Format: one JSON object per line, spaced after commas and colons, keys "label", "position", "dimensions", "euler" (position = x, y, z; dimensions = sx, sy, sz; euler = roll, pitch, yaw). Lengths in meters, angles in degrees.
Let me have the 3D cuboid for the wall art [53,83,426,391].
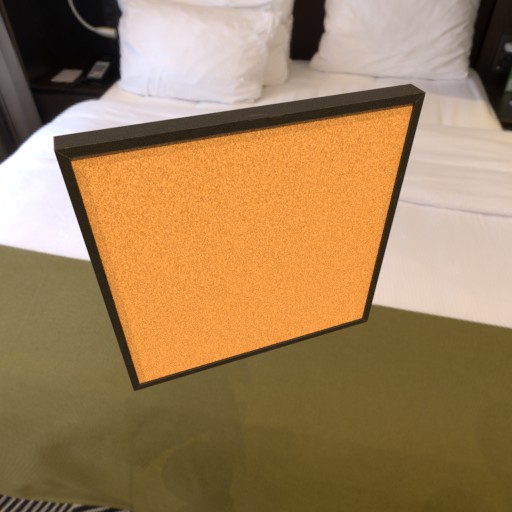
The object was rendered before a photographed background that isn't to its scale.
{"label": "wall art", "position": [0.000, 0.000, 0.752], "dimensions": [0.506, 0.506, 0.036], "euler": [-13, 43, -15]}
